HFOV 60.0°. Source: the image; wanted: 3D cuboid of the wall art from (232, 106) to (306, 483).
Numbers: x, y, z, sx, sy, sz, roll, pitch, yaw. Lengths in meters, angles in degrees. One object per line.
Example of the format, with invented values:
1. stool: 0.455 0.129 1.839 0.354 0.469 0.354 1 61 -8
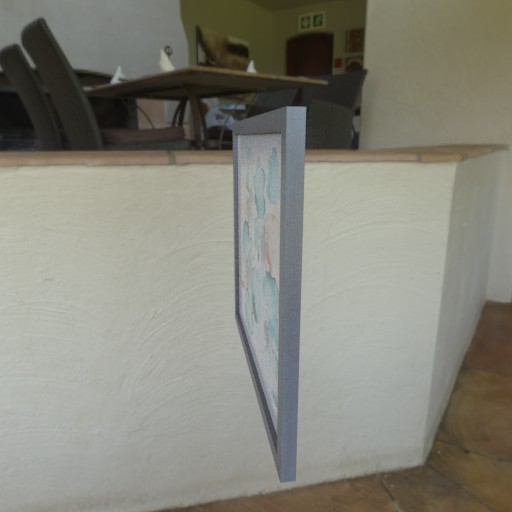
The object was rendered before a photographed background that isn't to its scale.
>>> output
1. wall art: 0.000 0.000 0.936 0.026 0.558 0.660 -2 15 -8
